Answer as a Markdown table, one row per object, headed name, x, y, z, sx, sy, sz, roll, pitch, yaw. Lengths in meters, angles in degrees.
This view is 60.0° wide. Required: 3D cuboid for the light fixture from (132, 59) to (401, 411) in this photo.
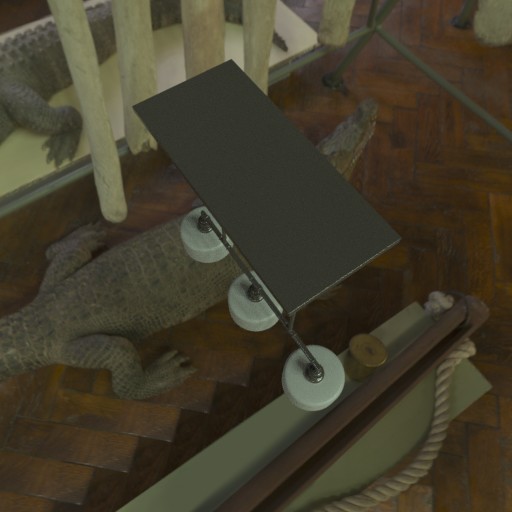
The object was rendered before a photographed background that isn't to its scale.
| name | x | y | z | sx | sy | sz | roll | pitch | yaw |
| --- | --- | --- | --- | --- | --- | --- | --- | --- | --- |
| light fixture | 0.000 | 0.000 | 0.859 | 0.177 | 0.557 | 0.582 | -32 | 68 | -15 |
